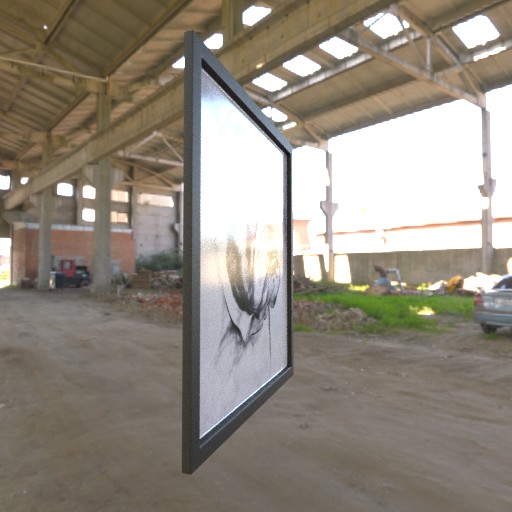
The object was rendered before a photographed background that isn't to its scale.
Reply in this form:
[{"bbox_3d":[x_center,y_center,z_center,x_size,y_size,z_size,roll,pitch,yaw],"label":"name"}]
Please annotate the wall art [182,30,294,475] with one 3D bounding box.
[{"bbox_3d":[0.000,0.000,0.971,0.016,0.659,0.663,-1,-2,18],"label":"wall art"}]
